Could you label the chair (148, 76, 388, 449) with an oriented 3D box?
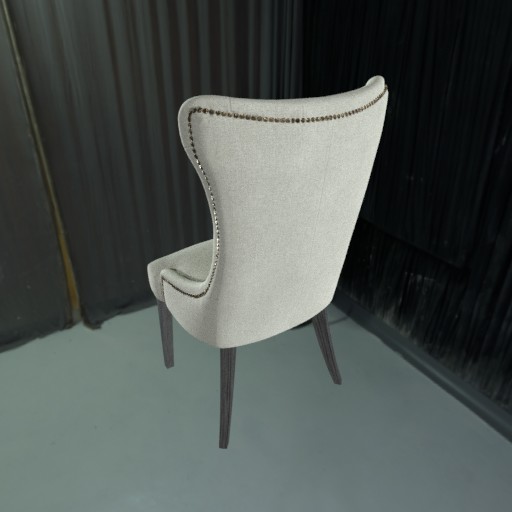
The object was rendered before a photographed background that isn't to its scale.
[{"bbox_3d":[0.000,0.000,1.396,0.584,1.065,0.590,-18,34,-29],"label":"chair"}]
